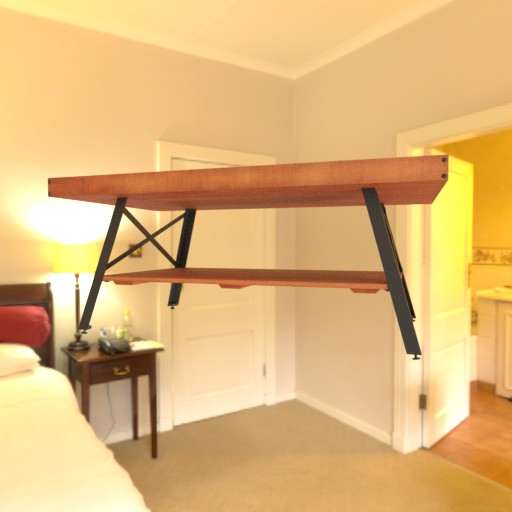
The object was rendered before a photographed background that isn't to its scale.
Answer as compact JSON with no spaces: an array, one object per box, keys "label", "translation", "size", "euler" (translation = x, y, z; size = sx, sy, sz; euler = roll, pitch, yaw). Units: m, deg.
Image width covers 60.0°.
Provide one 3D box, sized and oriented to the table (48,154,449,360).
[{"label":"table","translation":[0.000,0.000,1.404],"size":[1.067,0.457,0.610],"euler":[1,2,19]}]
